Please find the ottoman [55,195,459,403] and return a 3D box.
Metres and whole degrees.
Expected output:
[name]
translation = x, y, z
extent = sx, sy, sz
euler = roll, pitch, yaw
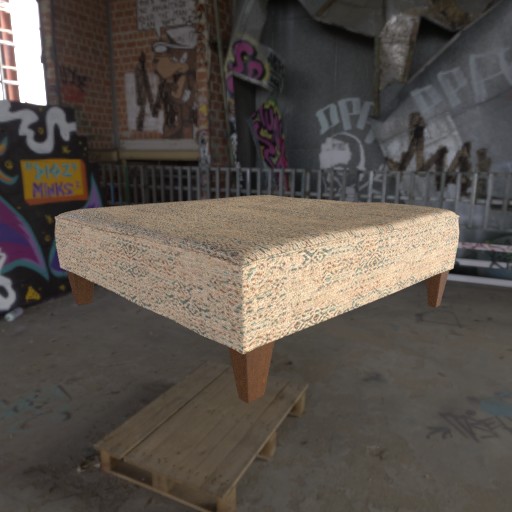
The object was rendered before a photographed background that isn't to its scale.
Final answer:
[ottoman]
translation = 0.000, 0.000, 1.531
extent = 1.004, 0.356, 0.968
euler = -12, 17, -42
